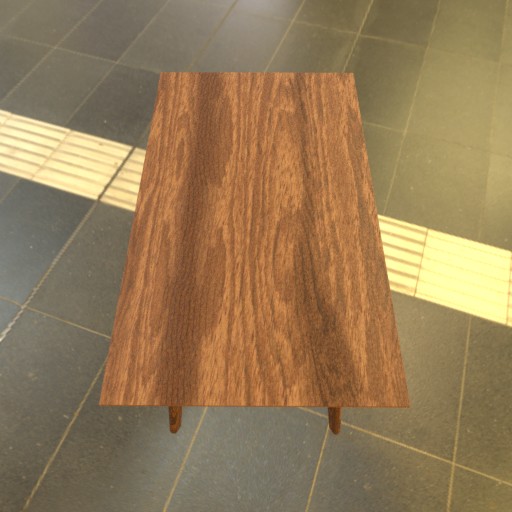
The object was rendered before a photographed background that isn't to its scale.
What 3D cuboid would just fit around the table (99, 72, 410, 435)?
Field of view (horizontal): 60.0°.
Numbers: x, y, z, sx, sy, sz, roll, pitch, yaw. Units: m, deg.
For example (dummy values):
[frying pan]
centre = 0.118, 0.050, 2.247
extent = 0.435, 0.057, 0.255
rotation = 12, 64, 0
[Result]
[table]
centre = 0.000, 0.000, 1.800
extent = 0.801, 0.724, 1.349
rotation = 0, 58, 0
